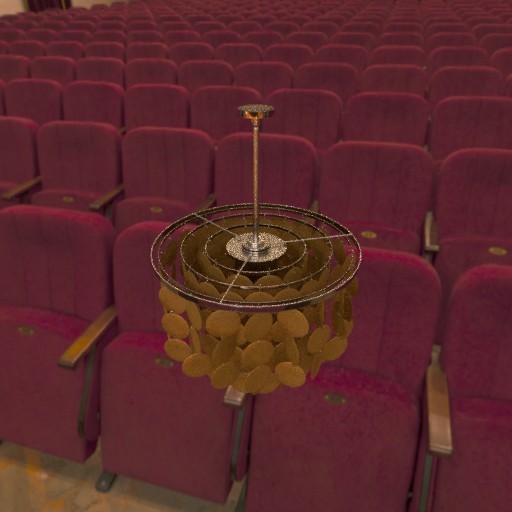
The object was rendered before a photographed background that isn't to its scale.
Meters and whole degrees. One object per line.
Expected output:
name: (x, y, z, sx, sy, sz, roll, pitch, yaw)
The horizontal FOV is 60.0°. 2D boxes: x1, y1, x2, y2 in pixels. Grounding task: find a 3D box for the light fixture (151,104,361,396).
light fixture: (0.000, 0.000, 0.765, 0.368, 0.492, 0.368, 0, 30, 0)
